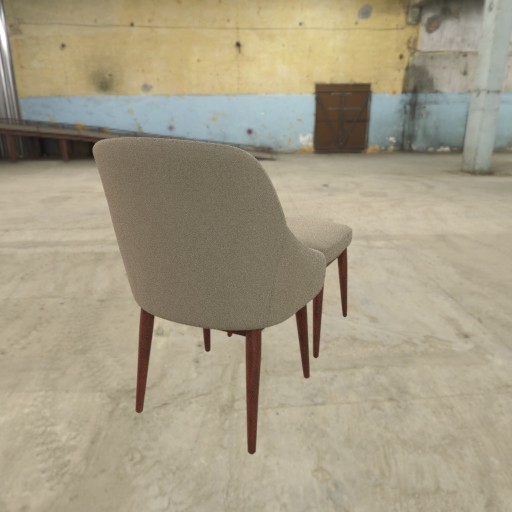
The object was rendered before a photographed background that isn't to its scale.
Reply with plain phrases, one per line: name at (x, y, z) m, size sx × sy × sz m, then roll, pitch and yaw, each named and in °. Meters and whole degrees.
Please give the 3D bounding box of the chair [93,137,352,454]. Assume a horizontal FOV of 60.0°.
chair at (0.000, 0.000, 1.578) m, size 0.584 × 0.866 × 1.114 m, roll 9°, pitch 20°, yaw 25°
